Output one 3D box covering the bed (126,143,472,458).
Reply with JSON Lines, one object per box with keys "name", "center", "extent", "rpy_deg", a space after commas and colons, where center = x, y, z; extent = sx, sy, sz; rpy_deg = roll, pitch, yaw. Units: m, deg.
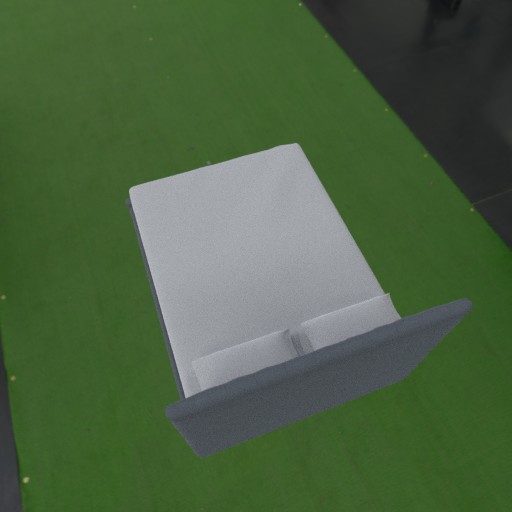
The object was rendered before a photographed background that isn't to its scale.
{"name": "bed", "center": [0.000, 0.000, 3.343], "extent": [1.698, 1.427, 2.231], "rpy_deg": [-17, 60, -10]}
